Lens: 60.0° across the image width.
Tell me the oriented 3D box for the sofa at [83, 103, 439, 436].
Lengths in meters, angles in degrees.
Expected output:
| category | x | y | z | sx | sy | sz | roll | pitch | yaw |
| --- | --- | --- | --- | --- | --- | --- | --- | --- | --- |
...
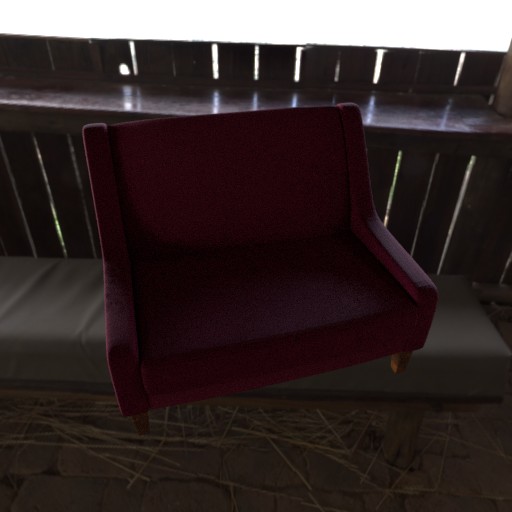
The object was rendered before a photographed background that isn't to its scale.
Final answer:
| category | x | y | z | sx | sy | sz | roll | pitch | yaw |
| --- | --- | --- | --- | --- | --- | --- | --- | --- | --- |
| sofa | 0.000 | 0.000 | 1.877 | 1.242 | 0.976 | 0.946 | -9 | 35 | -13 |
